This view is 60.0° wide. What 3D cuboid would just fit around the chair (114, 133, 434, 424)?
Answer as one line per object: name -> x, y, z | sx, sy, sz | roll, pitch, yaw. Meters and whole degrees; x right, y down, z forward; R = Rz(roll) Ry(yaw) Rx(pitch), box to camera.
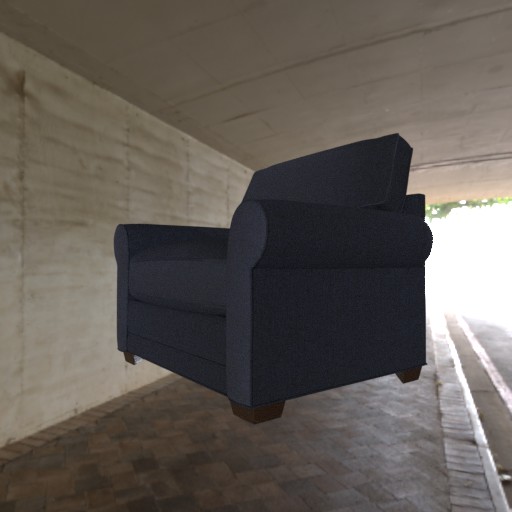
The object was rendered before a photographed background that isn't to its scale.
chair -> 0.000, 0.000, 2.025 | 0.963, 1.044, 1.285 | 1, -1, -37
